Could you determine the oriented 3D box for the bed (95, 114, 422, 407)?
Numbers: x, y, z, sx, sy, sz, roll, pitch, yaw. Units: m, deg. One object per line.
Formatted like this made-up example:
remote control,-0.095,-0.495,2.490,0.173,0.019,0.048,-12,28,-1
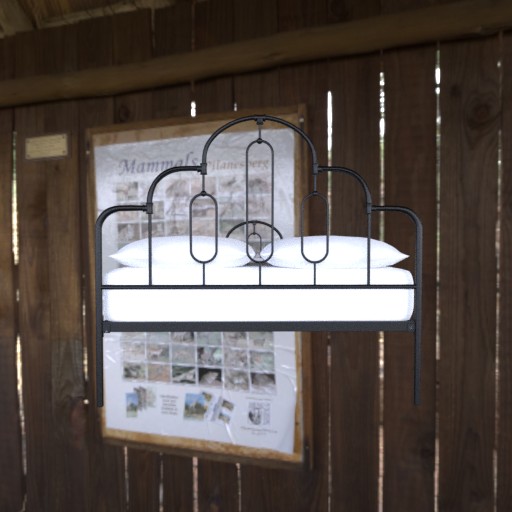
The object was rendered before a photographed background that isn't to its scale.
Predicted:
bed,0.000,0.000,3.269,1.626,1.444,2.181,0,1,-1
